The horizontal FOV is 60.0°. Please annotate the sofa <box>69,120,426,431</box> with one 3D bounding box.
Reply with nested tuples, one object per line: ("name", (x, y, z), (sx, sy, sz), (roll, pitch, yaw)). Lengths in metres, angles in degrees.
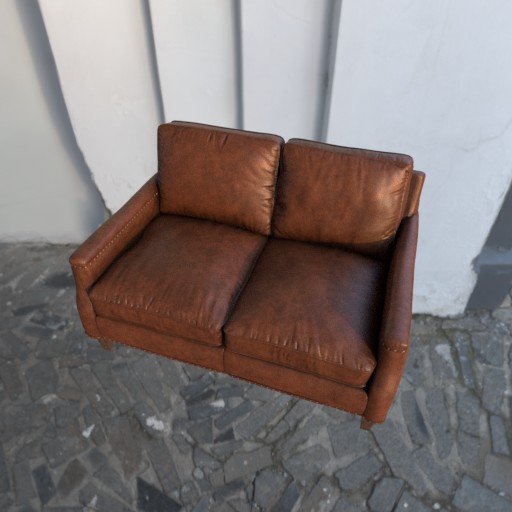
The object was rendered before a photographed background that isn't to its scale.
("sofa", (0.000, 0.000, 2.335), (1.628, 1.003, 1.083), (13, 43, 14))
